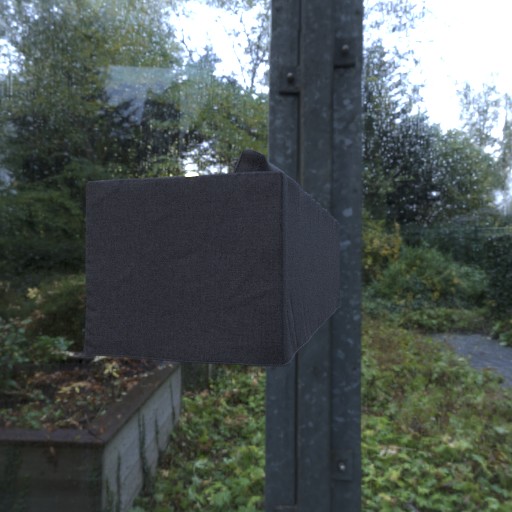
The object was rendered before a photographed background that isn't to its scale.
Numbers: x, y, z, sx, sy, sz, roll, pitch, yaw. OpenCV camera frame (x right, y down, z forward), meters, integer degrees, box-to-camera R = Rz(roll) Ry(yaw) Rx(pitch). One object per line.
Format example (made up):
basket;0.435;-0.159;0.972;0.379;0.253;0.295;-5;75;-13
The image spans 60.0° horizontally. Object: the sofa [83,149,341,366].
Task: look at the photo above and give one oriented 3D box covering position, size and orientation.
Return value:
sofa;0.000;0.000;3.343;1.036;0.998;2.779;0;-1;16
